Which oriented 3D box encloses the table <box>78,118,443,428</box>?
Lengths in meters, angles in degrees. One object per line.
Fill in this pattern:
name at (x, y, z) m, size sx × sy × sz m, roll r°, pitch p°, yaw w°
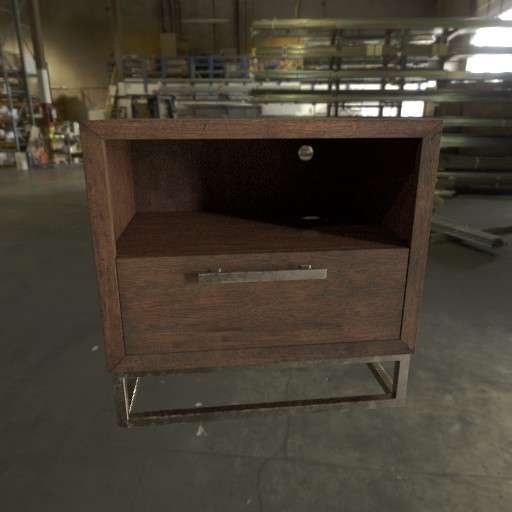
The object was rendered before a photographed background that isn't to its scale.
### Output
table at (0.000, 0.000, 1.263) m, size 0.767 × 0.746 × 0.542 m, roll -2°, pitch 18°, yaw -6°
